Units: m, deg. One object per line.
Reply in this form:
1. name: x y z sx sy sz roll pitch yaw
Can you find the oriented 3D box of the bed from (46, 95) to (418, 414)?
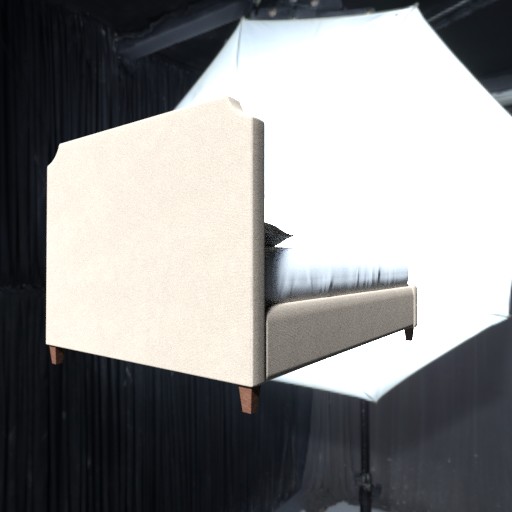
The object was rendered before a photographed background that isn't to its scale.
1. bed: 0.000 0.000 3.328 1.703 1.415 2.329 -1 -1 36
